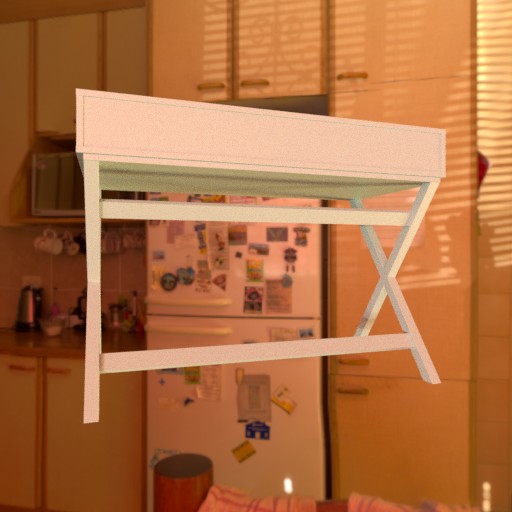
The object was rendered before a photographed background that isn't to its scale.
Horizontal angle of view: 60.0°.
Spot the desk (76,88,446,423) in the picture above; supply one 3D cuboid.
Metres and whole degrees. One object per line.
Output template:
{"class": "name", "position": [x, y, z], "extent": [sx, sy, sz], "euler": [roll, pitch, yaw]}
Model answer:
{"class": "desk", "position": [0.000, 0.000, 1.446], "extent": [1.057, 0.780, 0.525], "euler": [0, 0, -19]}
